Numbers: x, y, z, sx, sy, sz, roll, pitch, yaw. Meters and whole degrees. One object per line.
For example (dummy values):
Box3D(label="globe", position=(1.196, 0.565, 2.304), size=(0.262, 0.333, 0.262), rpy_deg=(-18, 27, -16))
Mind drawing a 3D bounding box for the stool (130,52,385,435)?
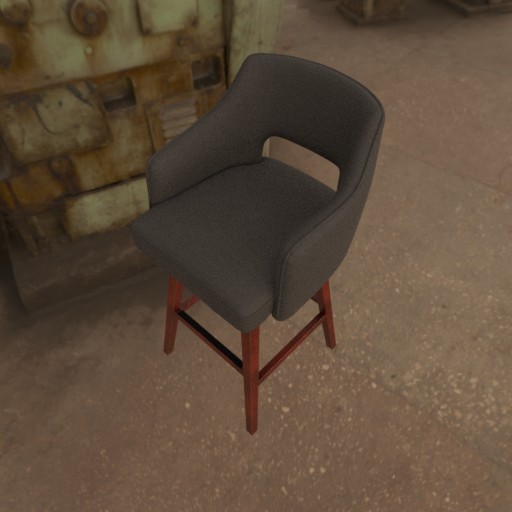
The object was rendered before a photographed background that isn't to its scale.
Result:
Box3D(label="stool", position=(0.000, 0.000, 1.368), size=(0.548, 1.012, 0.558), rpy_deg=(35, 56, 27))
